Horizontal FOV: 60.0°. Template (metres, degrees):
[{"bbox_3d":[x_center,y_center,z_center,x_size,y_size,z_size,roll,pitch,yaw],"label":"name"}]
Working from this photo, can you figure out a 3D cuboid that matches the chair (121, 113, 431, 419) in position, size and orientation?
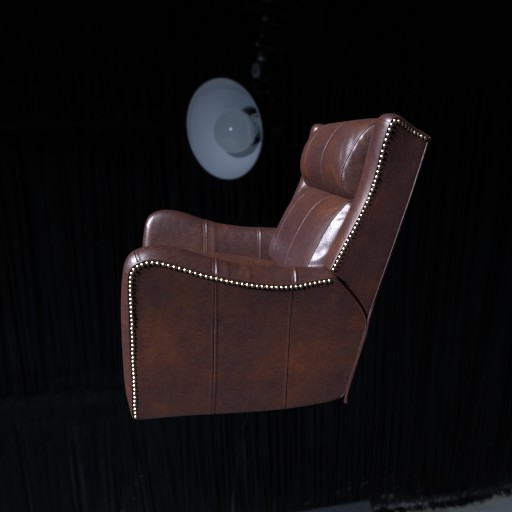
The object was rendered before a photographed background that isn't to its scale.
[{"bbox_3d":[0.000,0.000,1.832,1.008,1.084,0.869,-2,14,-8],"label":"chair"}]
